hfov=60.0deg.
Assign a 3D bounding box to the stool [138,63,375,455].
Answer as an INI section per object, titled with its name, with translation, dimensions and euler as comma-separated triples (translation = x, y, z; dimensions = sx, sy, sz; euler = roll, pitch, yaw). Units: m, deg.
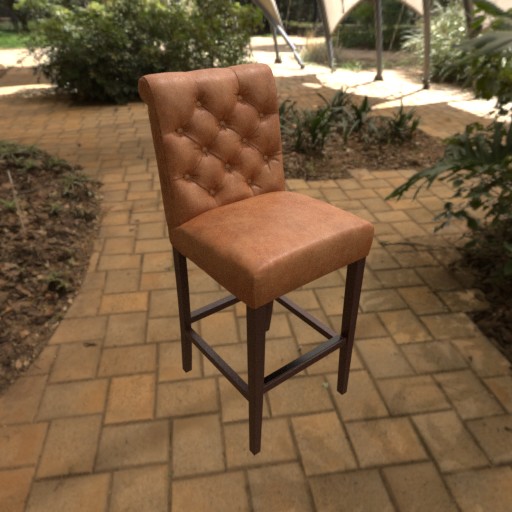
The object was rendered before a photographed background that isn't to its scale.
[stool]
translation = 0.000, 0.000, 1.515
dimensions = 0.493, 1.140, 0.601
euler = -22, 37, -32
